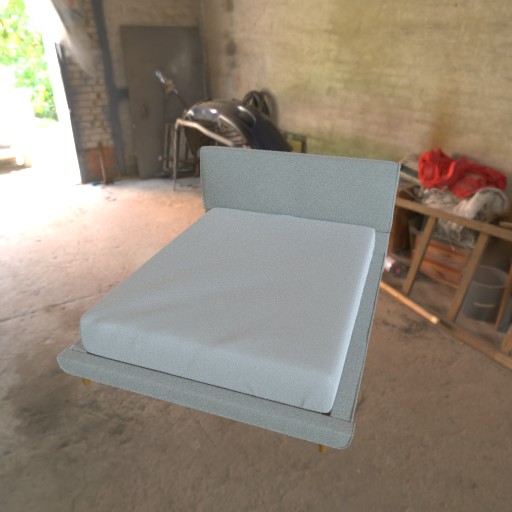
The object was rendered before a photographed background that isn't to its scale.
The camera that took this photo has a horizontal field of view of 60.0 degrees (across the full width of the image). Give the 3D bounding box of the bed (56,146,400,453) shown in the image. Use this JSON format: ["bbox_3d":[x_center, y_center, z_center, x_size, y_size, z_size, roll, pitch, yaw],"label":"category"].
[{"bbox_3d":[0.000,0.000,3.579,1.980,1.126,2.498,9,28,17],"label":"bed"}]
